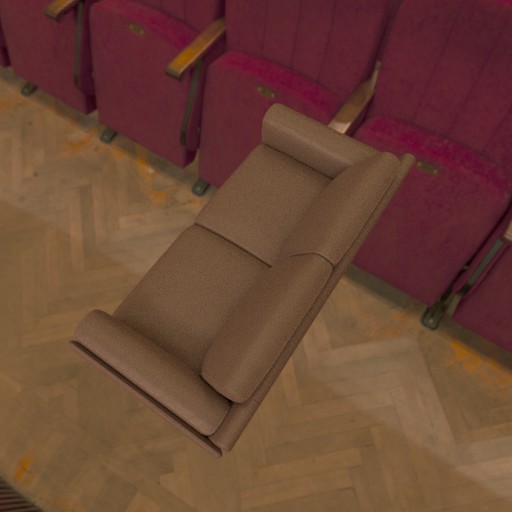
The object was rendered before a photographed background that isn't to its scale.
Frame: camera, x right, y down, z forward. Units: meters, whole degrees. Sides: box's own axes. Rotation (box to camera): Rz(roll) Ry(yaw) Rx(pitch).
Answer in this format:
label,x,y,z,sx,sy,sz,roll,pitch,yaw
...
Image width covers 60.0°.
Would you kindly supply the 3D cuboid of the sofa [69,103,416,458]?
label,x,y,z,sx,sy,sz,roll,pitch,yaw
sofa,0.000,0.000,2.717,1.049,0.930,2.101,31,67,15
